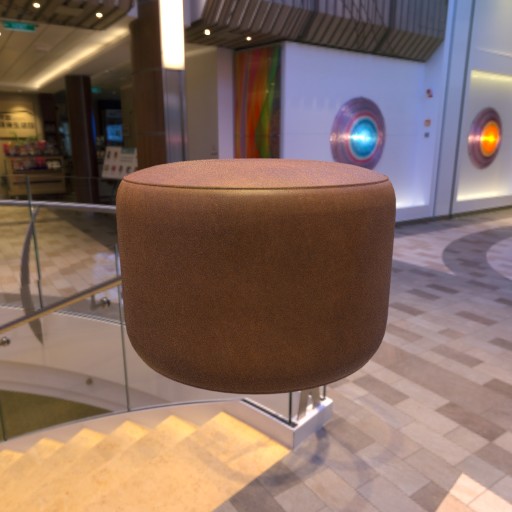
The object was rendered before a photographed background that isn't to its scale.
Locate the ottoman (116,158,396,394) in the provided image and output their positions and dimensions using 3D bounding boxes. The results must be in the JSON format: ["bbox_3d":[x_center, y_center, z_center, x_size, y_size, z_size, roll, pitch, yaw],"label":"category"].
[{"bbox_3d":[0.000,0.000,1.035,0.607,0.438,0.607,0,14,0],"label":"ottoman"}]
